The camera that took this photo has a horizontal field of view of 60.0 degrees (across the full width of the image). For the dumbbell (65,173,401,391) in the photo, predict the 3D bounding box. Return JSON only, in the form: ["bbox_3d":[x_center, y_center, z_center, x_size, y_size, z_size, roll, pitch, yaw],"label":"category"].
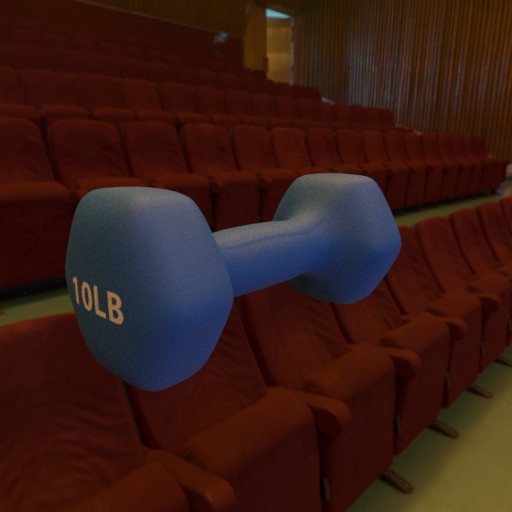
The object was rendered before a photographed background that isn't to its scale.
[{"bbox_3d":[0.000,0.000,0.272,0.103,0.093,0.212,13,19,43],"label":"dumbbell"}]
